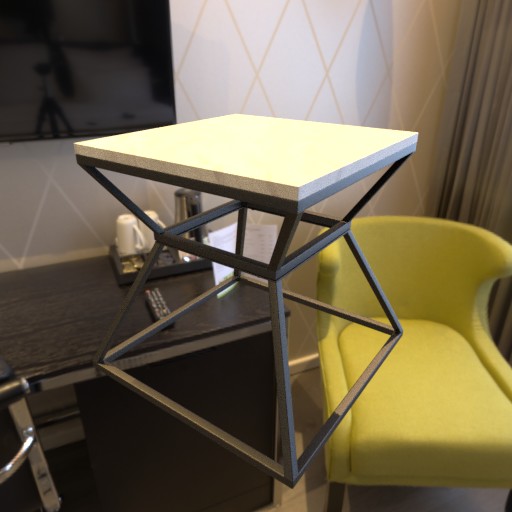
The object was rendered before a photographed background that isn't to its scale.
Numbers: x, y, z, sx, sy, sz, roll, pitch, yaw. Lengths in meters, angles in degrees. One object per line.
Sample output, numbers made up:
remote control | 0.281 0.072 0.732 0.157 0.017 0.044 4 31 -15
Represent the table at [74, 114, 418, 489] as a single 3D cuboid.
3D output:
table | 0.000 0.000 0.820 0.455 0.431 0.455 17 30 32
